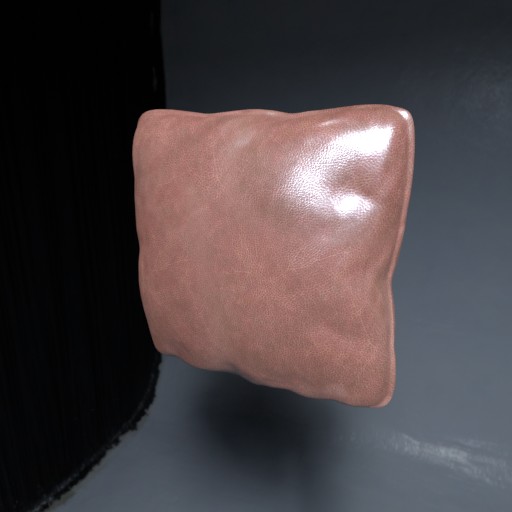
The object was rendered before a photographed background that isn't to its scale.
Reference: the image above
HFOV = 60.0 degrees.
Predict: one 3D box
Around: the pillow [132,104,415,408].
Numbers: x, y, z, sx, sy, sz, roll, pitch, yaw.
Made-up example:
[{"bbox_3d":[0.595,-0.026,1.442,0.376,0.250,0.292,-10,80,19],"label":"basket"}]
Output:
[{"bbox_3d":[0.000,0.000,0.820,0.532,0.523,0.236,8,18,26],"label":"pillow"}]
